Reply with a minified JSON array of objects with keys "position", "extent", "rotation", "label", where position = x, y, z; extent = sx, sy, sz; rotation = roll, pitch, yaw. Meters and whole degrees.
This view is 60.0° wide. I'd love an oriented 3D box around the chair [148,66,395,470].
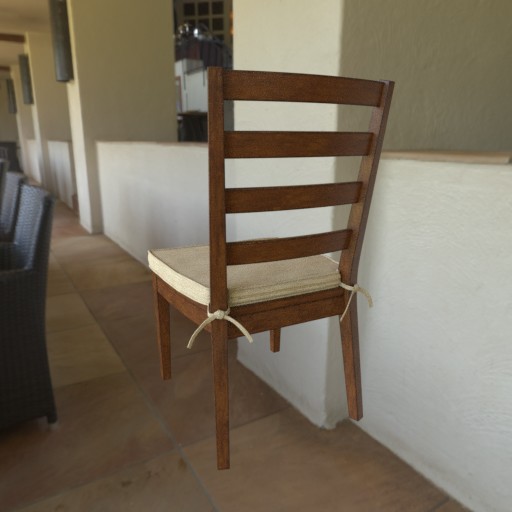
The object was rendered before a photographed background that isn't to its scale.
[{"position":[0.000,0.000,1.354],"extent":[0.593,0.979,0.595],"rotation":[-8,17,-27],"label":"chair"}]
